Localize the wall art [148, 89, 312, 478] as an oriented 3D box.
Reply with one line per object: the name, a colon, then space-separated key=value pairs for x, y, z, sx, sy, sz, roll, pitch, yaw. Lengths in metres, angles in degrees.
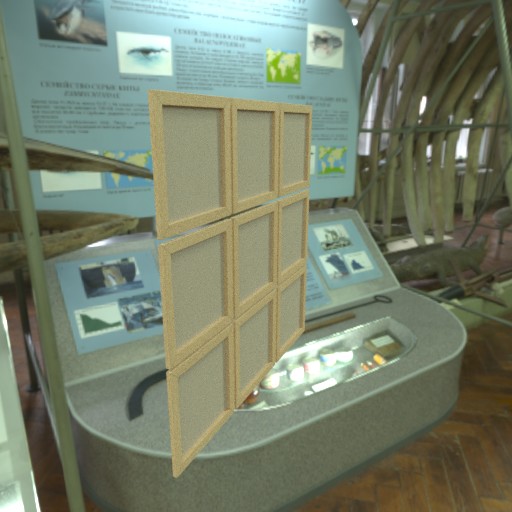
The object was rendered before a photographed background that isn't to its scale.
wall art: x=0.000 y=0.000 z=1.821 sx=0.016 sy=1.207 sz=1.217 roll=8 pitch=18 yaw=25
